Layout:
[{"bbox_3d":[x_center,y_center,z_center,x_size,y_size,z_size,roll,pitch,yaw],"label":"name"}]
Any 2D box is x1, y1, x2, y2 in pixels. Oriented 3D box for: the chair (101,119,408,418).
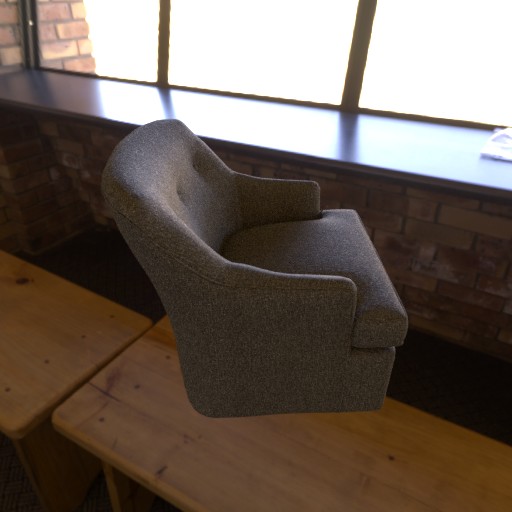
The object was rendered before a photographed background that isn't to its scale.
[{"bbox_3d":[0.000,0.000,1.633,0.923,0.856,0.864,-1,31,-1],"label":"chair"}]
